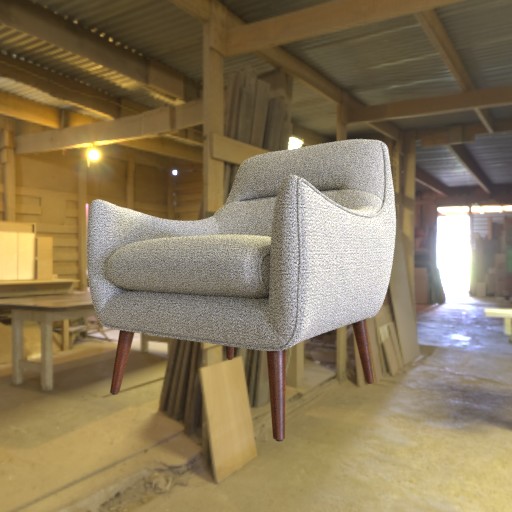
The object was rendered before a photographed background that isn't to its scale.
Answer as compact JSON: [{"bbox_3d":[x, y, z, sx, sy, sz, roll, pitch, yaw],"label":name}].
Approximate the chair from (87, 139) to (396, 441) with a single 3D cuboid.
[{"bbox_3d":[0.000,0.000,1.442,0.762,0.838,0.787,0,0,35],"label":"chair"}]
